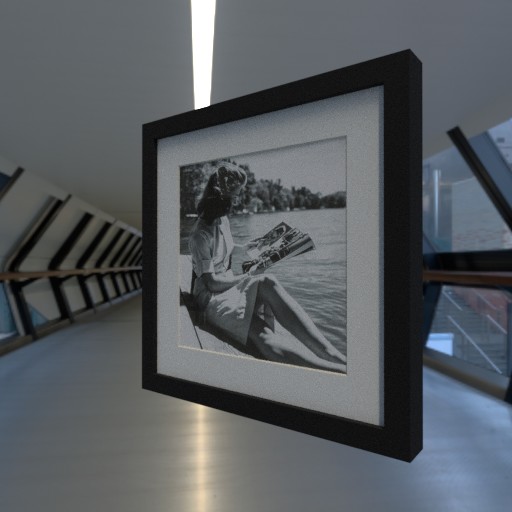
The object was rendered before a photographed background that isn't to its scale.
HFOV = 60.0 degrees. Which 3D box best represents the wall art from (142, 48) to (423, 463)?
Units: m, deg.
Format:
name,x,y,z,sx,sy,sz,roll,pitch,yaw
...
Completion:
name,x,y,z,sx,sy,sz,roll,pitch,yaw
wall art,0.000,0.000,0.431,0.308,0.305,0.030,0,0,37
